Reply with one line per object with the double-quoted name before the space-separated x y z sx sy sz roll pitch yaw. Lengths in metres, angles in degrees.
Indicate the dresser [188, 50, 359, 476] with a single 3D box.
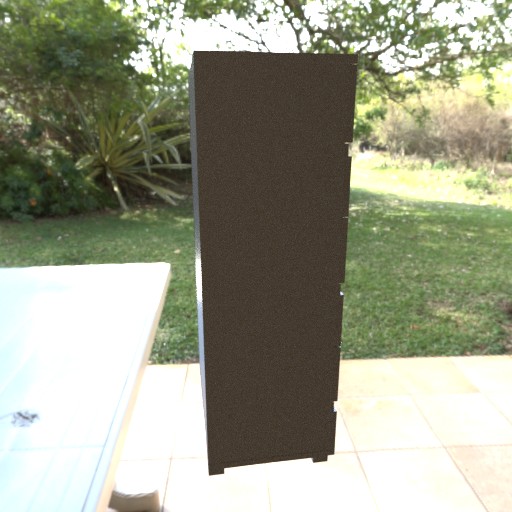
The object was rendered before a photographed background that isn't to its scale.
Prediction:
"dresser" 0.000 0.000 1.522 0.400 1.190 0.650 -3 16 -9
